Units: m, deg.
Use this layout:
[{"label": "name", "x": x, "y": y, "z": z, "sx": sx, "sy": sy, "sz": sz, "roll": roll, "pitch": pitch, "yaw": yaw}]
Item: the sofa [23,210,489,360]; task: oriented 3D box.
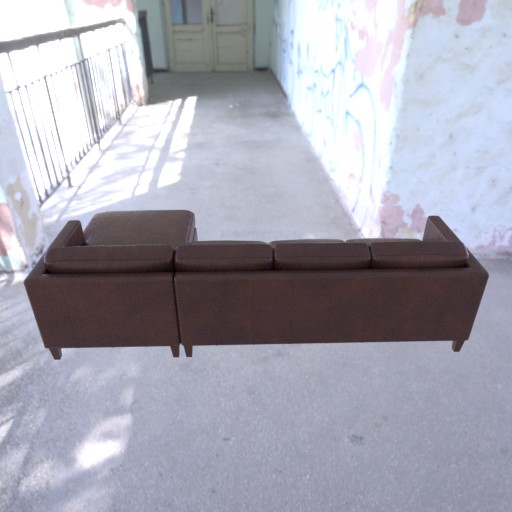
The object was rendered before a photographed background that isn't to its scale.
[{"label": "sofa", "x": 0.000, "y": 0.000, "z": 3.848, "sx": 3.203, "sy": 0.883, "sz": 1.581, "roll": -1, "pitch": 31, "yaw": -1}]
